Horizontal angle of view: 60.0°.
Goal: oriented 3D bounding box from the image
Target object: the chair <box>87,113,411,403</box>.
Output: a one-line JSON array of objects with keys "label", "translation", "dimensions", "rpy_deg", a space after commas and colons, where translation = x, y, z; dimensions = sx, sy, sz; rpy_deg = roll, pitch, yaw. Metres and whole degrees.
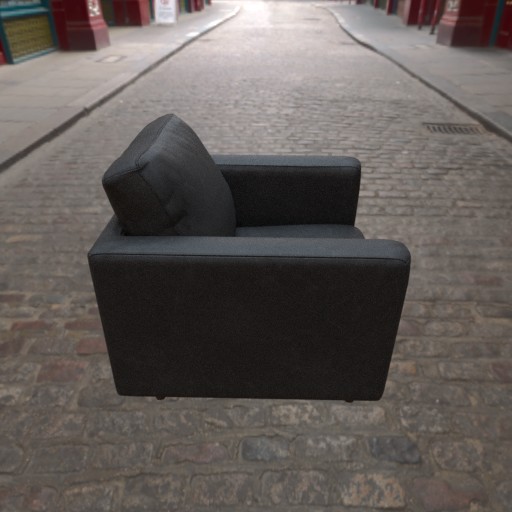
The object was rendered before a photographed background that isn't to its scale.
[{"label": "chair", "translation": [0.000, 0.000, 1.594], "dimensions": [0.879, 0.898, 0.831], "rpy_deg": [1, 31, 1]}]
